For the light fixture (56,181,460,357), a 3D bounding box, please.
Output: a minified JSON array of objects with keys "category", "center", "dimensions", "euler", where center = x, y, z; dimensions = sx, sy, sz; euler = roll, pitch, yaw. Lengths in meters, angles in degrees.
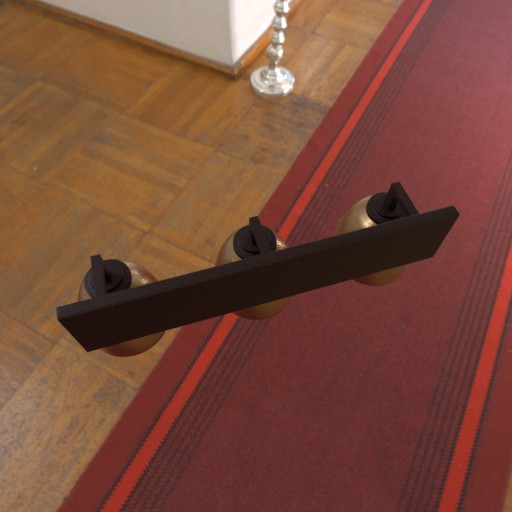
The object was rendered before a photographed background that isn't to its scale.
[{"category":"light fixture","center":[0.000,0.000,0.694],"dimensions":[0.582,0.204,0.157],"euler":[-14,59,-9]}]
